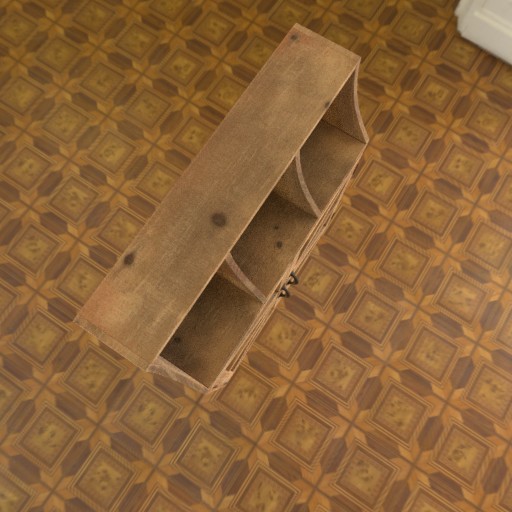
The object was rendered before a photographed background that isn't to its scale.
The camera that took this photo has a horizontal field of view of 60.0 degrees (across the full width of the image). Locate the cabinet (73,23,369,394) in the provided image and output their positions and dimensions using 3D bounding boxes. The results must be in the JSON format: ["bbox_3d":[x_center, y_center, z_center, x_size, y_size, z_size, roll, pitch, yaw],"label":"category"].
[{"bbox_3d":[0.000,0.000,0.831,0.184,0.590,0.489,32,77,8],"label":"cabinet"}]
